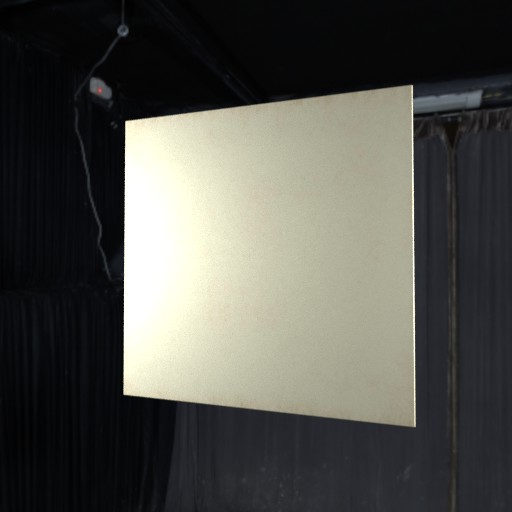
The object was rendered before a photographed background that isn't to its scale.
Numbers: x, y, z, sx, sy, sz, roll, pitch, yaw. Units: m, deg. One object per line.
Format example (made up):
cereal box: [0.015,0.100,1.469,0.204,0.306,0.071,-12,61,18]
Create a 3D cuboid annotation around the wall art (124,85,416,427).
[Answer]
wall art: [0.000,0.000,0.749,0.503,0.506,0.030,0,-1,19]
